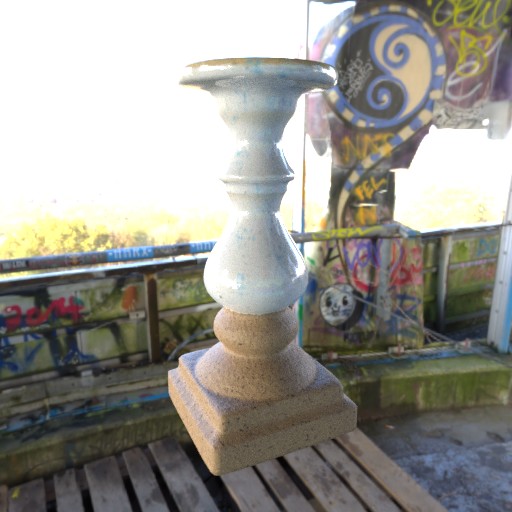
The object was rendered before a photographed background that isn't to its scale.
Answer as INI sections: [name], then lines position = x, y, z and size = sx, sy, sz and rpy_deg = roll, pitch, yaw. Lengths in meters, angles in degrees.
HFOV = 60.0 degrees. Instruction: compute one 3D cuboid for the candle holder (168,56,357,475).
[candle holder]
position = 0.000, 0.000, 0.307
size = 0.110, 0.239, 0.110
rpy_deg = -7, 16, -25
